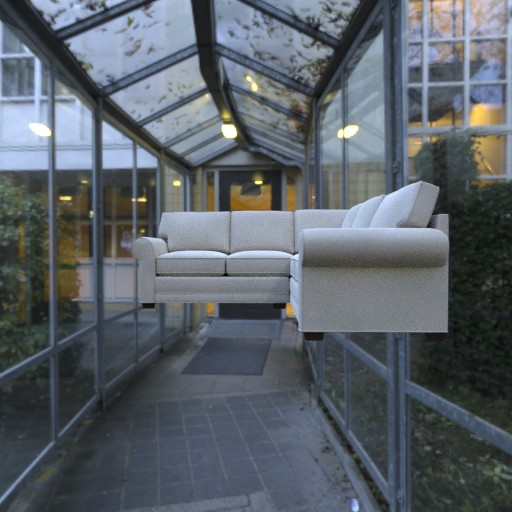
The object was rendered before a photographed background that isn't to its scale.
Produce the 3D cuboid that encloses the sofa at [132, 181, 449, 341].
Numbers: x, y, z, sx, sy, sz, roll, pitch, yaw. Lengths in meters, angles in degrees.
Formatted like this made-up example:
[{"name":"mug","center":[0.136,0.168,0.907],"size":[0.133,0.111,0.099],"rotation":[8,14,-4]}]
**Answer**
[{"name":"sofa","center":[0.000,0.000,3.991],"size":[2.487,1.054,2.569],"rotation":[0,1,1]}]
